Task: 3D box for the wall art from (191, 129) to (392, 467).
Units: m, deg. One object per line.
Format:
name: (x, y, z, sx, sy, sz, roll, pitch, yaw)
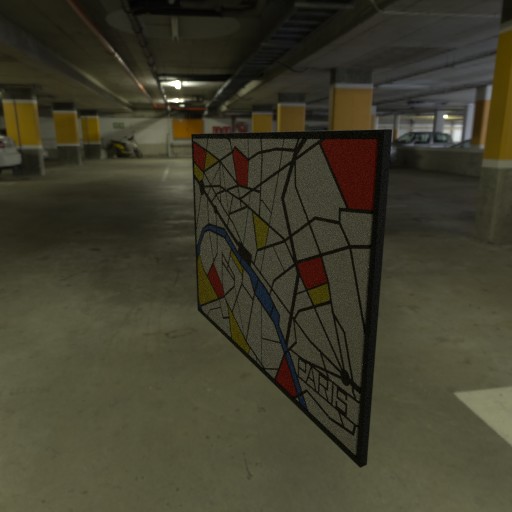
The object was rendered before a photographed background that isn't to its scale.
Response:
wall art: (0.000, 0.000, 0.853, 0.013, 0.458, 0.664, -8, 17, -26)
